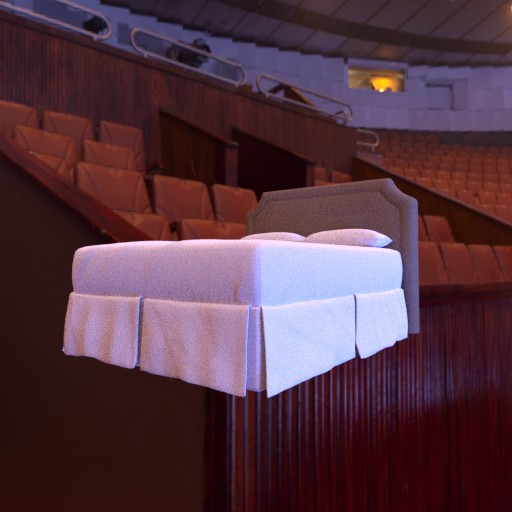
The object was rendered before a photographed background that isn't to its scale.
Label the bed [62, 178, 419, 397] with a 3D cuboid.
[{"bbox_3d":[0.000,0.000,3.198,1.693,1.290,2.116,-1,-1,37],"label":"bed"}]
